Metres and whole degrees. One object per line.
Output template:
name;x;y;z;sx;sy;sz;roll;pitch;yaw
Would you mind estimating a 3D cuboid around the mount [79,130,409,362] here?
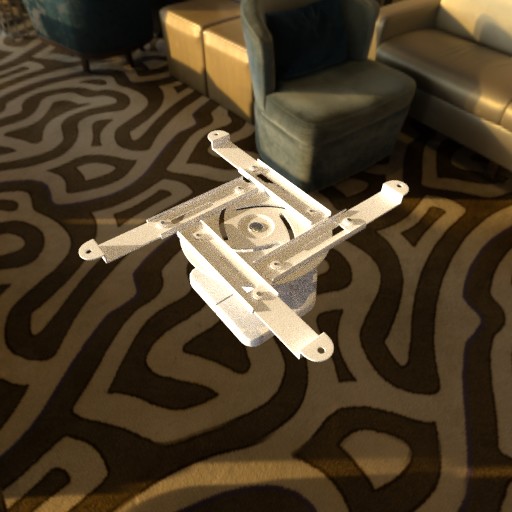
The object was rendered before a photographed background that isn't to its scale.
mount;0.000;0.000;0.595;0.394;0.141;0.394;-29;53;-25
